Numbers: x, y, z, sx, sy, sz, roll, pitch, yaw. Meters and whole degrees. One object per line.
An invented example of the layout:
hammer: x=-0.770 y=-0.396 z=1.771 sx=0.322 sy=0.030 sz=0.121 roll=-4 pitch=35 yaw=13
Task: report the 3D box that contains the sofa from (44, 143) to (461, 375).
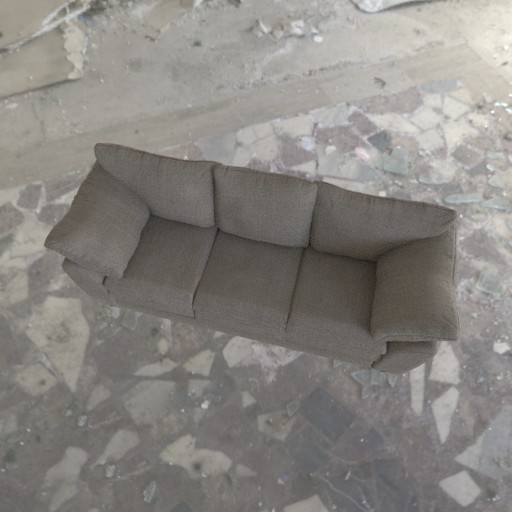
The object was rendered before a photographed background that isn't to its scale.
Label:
sofa: x=0.000 y=0.000 z=2.826 sx=2.334 sy=0.996 sz=0.878 roll=12 pitch=58 yaw=8
